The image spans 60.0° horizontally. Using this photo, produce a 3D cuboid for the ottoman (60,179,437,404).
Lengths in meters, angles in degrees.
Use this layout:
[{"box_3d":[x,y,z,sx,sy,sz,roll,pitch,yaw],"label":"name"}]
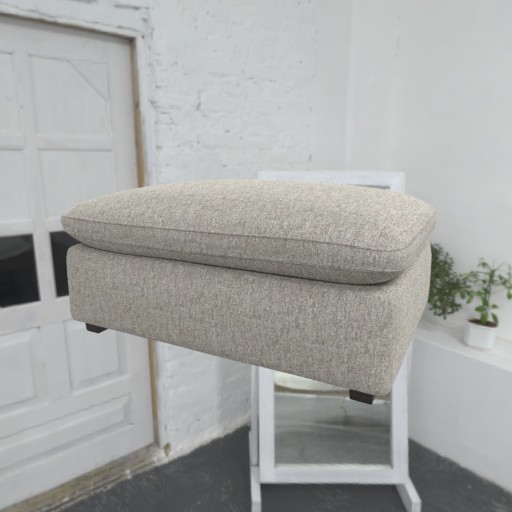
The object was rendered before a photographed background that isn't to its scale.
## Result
[{"box_3d":[0.000,0.000,1.373,0.977,0.451,0.694,7,16,26],"label":"ottoman"}]
